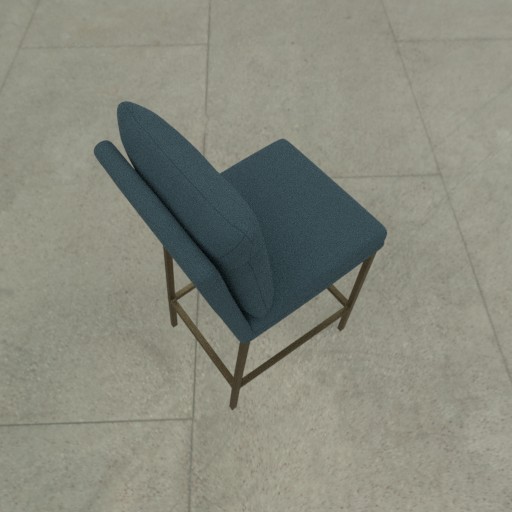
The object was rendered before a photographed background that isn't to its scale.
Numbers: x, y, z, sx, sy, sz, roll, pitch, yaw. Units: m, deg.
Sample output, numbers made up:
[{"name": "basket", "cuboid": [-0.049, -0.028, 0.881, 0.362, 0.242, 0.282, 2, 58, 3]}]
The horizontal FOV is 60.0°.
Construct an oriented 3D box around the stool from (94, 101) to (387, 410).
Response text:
[{"name": "stool", "cuboid": [0.000, 0.000, 1.321, 0.568, 1.032, 0.463, -33, 63, -19]}]
